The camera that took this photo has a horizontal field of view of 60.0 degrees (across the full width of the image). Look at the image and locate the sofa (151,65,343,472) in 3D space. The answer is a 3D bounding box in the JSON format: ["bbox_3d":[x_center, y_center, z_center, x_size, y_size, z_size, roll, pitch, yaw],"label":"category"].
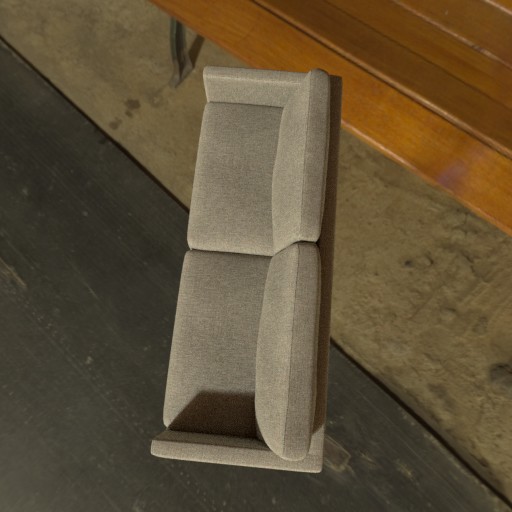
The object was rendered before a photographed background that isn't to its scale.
[{"bbox_3d":[0.000,0.000,2.886,0.948,0.951,2.434,5,76,1],"label":"sofa"}]
